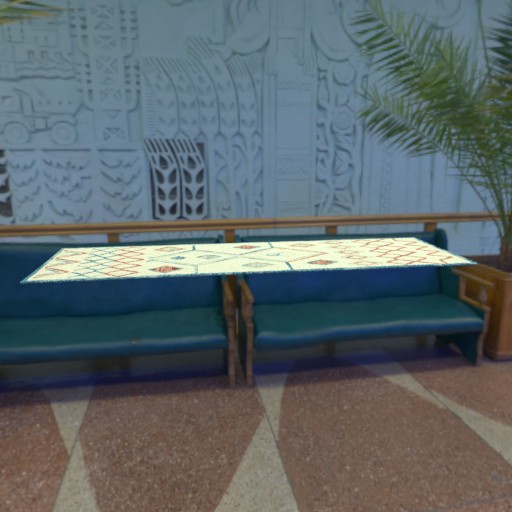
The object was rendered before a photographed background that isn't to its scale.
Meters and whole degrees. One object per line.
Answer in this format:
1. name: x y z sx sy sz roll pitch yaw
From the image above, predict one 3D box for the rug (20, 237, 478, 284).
1. rug: 0.000 0.000 2.688 2.435 0.011 0.750 -2 14 -8
